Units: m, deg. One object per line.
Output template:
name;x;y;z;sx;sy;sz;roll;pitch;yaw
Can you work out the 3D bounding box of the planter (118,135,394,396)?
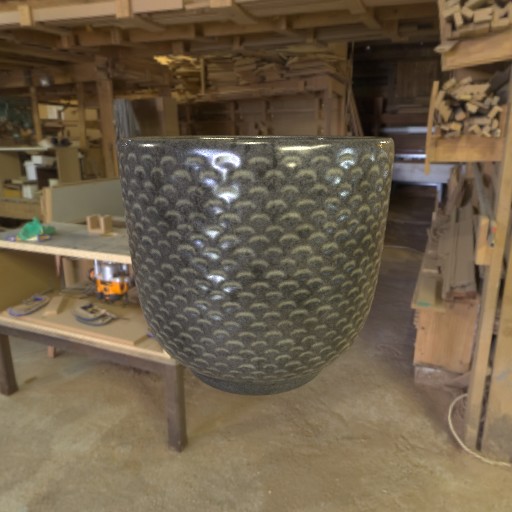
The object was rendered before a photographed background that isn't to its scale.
planter;0.000;0.000;0.249;0.140;0.129;0.140;0;16;0
